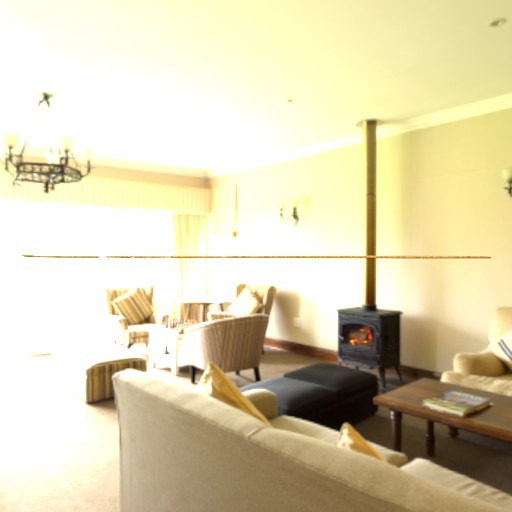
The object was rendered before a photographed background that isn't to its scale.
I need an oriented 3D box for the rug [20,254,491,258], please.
[{"bbox_3d":[0.000,0.000,3.063,2.447,0.021,1.527,0,0,1],"label":"rug"}]
